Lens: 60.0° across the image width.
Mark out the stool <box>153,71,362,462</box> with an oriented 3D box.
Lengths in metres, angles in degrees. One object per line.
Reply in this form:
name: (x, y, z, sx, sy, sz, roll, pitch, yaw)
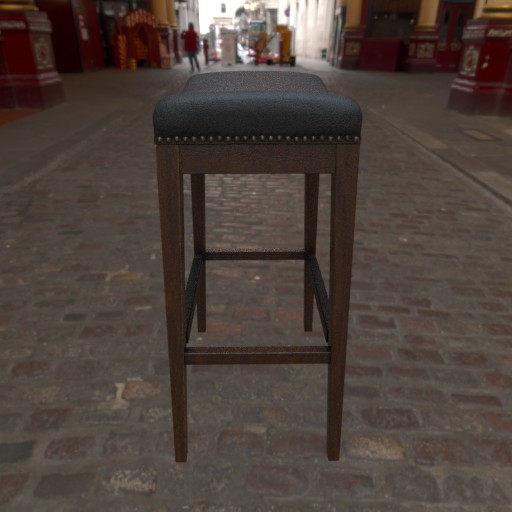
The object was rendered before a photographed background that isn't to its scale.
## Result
stool: (0.000, 0.000, 1.027, 0.361, 0.765, 0.500, 0, 27, -1)
